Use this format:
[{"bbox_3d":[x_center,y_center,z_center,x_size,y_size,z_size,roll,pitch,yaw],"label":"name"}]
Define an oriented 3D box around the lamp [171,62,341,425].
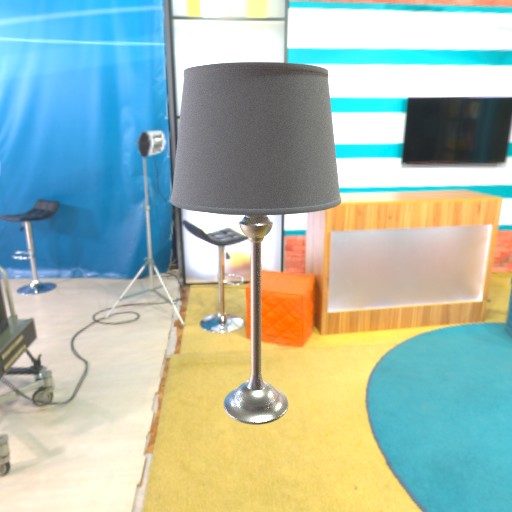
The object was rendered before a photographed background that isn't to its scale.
[{"bbox_3d":[0.000,0.000,0.906,0.331,0.698,0.331,0,16,0],"label":"lamp"}]
